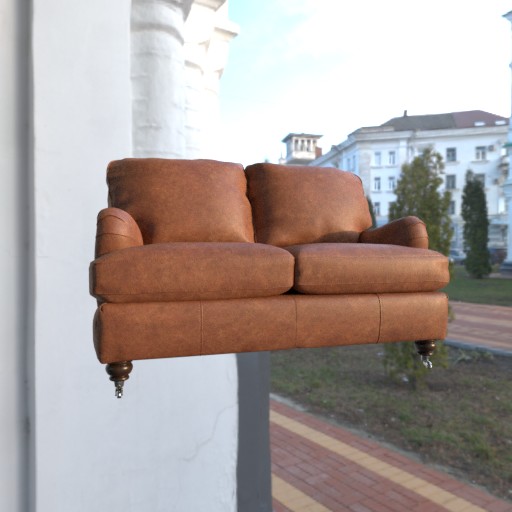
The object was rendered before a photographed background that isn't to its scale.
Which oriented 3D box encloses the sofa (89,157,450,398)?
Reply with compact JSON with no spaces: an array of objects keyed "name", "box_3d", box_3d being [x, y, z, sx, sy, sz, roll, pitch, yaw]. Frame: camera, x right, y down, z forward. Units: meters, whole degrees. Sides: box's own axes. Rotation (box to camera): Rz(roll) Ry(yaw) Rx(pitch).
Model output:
[{"name":"sofa","box_3d":[0.000,0.000,2.229,1.527,1.004,1.077,0,1,-17]}]
